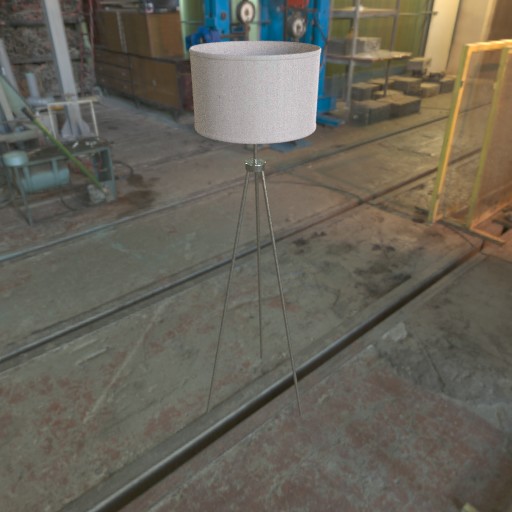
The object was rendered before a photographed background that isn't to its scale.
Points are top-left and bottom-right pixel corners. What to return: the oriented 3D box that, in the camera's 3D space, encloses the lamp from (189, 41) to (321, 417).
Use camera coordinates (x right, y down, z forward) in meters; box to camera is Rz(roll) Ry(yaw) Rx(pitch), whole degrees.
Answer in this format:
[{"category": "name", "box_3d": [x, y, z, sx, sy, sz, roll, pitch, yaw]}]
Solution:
[{"category": "lamp", "box_3d": [0.000, 0.000, 1.798, 0.449, 1.545, 0.460, 2, 31, 3]}]
